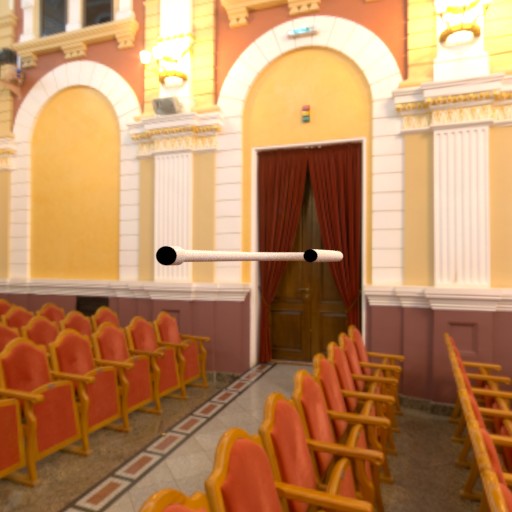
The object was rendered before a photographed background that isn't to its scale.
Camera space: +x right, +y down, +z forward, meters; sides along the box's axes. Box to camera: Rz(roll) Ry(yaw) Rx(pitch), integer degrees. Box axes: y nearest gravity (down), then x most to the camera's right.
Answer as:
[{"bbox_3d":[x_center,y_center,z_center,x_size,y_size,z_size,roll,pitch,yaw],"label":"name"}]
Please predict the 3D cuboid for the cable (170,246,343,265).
[{"bbox_3d":[0.000,0.000,0.112,0.040,0.006,0.098,0,0,21],"label":"cable"}]
